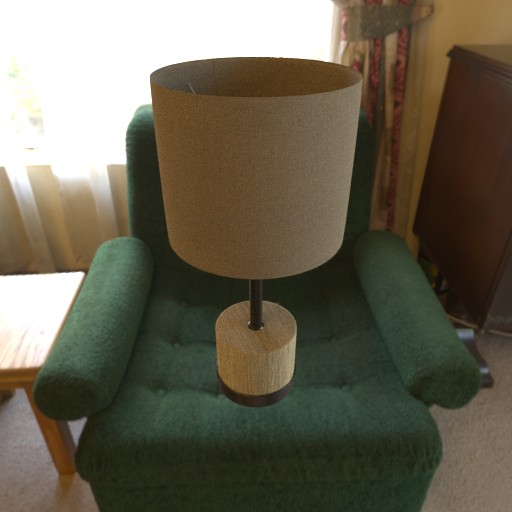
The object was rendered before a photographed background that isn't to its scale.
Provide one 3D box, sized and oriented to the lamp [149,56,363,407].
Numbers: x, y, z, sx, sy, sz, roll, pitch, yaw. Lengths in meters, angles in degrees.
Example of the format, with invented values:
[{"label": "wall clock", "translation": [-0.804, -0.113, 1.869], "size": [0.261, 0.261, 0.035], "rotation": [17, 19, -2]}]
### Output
[{"label": "lamp", "translation": [0.000, 0.000, 0.606], "size": [0.229, 0.470, 0.229], "rotation": [-11, 34, -17]}]
